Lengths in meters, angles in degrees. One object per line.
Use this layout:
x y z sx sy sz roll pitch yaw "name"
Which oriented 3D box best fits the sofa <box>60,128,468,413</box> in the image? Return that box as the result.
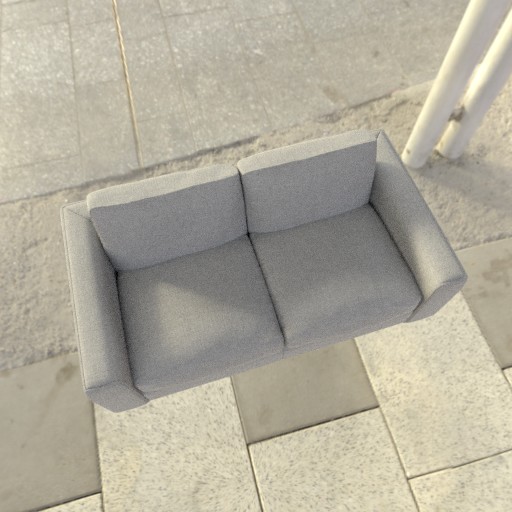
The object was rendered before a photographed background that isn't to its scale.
0.000 0.000 2.408 1.920 0.800 1.069 -15 64 -8 "sofa"
